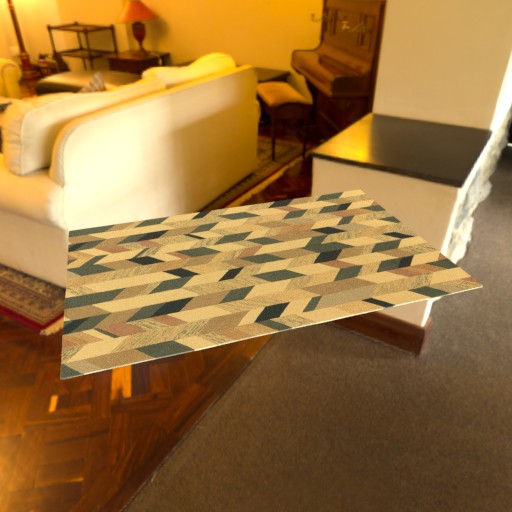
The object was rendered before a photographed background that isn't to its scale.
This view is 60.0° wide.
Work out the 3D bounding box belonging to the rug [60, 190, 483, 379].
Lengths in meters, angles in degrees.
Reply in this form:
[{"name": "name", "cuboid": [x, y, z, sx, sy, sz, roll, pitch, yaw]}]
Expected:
[{"name": "rug", "cuboid": [0.000, 0.000, 2.990, 2.423, 0.008, 1.513, -10, 34, -15]}]
